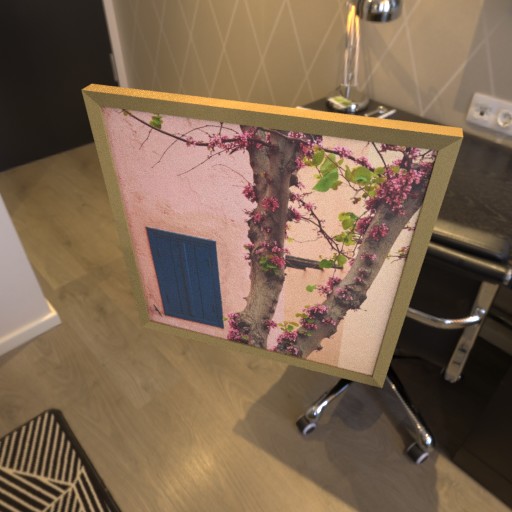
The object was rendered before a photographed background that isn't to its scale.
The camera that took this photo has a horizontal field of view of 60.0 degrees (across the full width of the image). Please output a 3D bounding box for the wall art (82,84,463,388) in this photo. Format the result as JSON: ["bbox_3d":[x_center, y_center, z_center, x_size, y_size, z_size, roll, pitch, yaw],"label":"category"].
[{"bbox_3d":[0.000,0.000,1.113,0.762,0.762,0.038,11,42,13],"label":"wall art"}]
